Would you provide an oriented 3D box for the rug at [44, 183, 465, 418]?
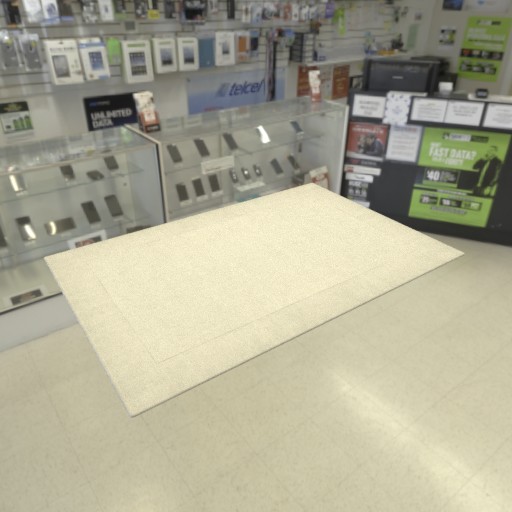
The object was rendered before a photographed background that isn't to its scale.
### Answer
[{"bbox_3d":[0.000,0.000,2.307,1.829,0.013,1.219,-20,36,-29],"label":"rug"}]
